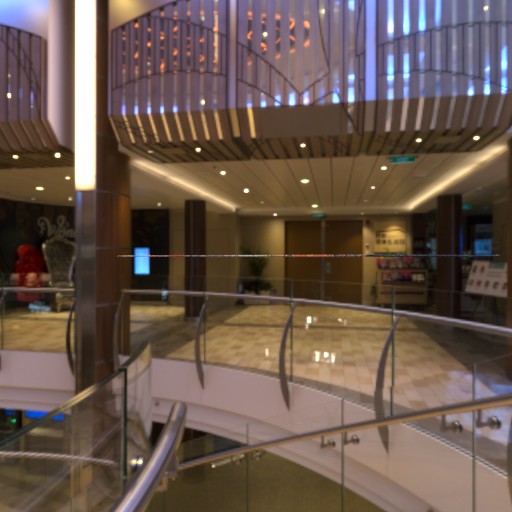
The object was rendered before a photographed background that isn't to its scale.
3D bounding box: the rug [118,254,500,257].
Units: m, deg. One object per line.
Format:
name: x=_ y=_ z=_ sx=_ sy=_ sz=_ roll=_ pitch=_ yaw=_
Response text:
rug: x=0.000 y=0.000 z=2.568 sx=0.832 sy=0.008 sz=2.362 roll=0 pitch=0 yaw=-36
